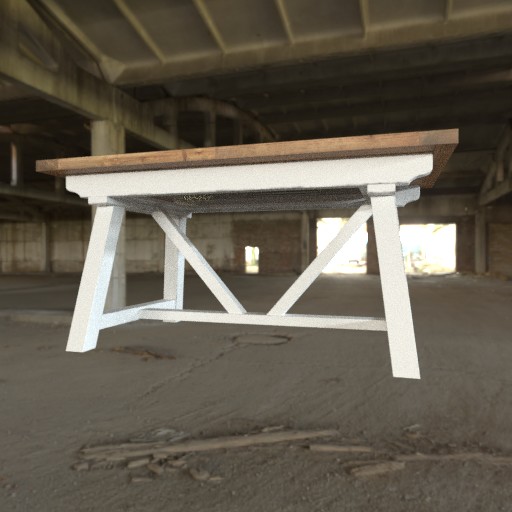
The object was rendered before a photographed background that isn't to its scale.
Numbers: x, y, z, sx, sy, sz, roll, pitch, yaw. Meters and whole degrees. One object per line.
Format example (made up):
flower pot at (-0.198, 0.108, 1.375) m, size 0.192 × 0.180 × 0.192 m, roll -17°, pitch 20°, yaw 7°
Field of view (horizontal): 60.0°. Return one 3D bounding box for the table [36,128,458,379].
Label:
table at (0.000, 0.000, 1.940) m, size 1.503 × 0.743 × 0.922 m, roll 0°, pitch 0°, yaw 17°
